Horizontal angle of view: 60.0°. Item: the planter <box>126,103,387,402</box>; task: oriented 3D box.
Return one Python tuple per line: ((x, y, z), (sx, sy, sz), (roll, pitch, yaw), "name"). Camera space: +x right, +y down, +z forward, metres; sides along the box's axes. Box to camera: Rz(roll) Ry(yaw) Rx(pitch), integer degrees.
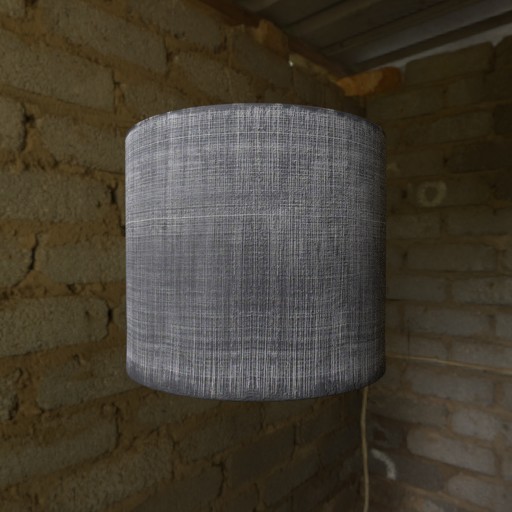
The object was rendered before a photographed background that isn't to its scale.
((0.000, 0.000, 0.449), (0.254, 0.221, 0.254), (0, -1, 0), "planter")
